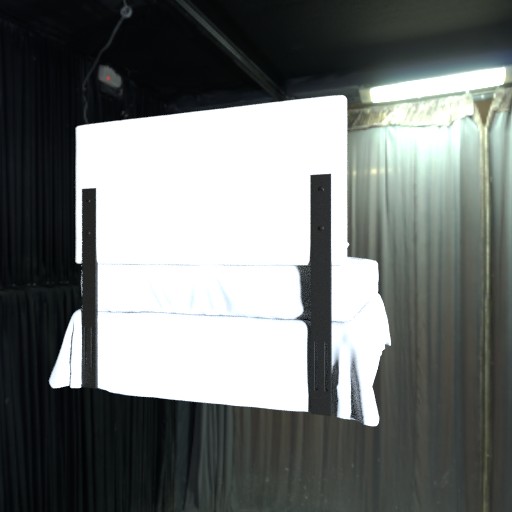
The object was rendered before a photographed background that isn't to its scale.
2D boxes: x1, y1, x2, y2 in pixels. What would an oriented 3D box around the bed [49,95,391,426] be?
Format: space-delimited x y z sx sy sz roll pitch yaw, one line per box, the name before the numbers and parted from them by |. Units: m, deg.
bed | 0.000 0.000 3.378 1.936 1.577 2.222 0 0 19
